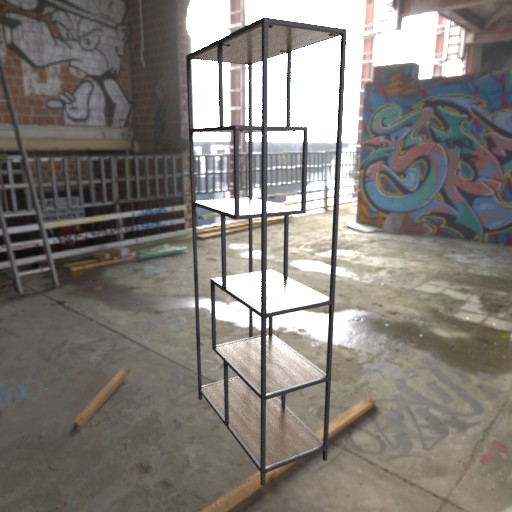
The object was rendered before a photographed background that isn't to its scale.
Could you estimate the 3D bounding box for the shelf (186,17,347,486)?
[{"bbox_3d":[0.000,0.000,2.102,0.350,1.850,0.770,-8,16,-27],"label":"shelf"}]
